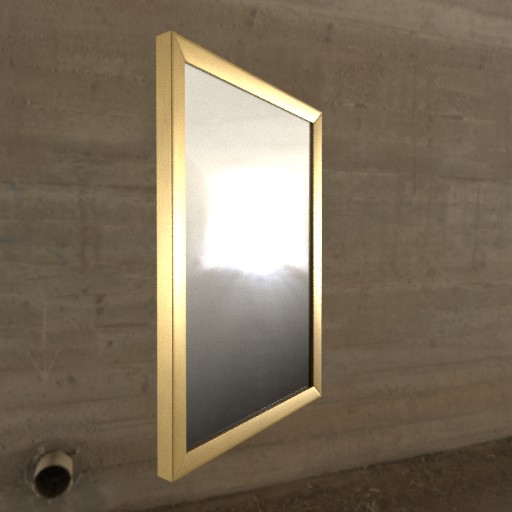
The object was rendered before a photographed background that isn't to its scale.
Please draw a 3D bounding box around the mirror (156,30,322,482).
[{"bbox_3d":[0.000,0.000,0.912,0.040,0.710,0.507,1,1,36],"label":"mirror"}]
